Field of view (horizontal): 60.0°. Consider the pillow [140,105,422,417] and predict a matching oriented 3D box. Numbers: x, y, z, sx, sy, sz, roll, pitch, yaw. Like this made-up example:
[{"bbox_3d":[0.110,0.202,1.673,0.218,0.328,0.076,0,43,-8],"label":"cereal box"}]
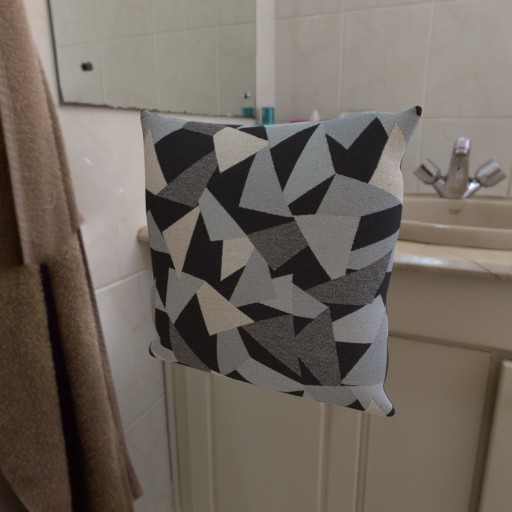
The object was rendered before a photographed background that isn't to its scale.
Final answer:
[{"bbox_3d":[0.000,0.000,0.768,0.503,0.496,0.208,7,16,25],"label":"pillow"}]
